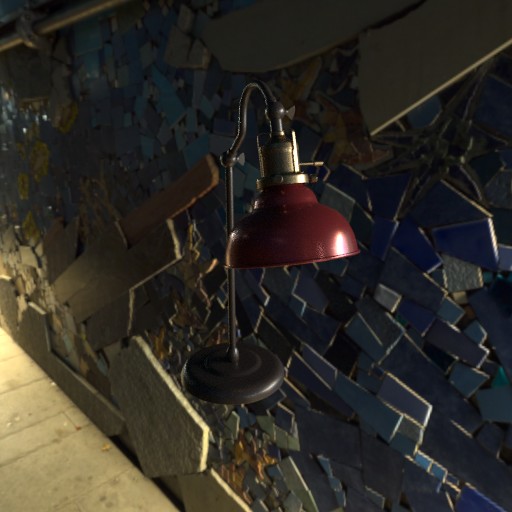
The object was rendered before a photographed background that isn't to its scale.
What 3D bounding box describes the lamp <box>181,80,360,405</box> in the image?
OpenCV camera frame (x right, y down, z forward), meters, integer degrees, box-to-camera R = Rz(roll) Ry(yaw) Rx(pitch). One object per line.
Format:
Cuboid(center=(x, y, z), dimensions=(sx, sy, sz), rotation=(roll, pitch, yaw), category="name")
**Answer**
Cuboid(center=(0.000, 0.000, 0.684), dimensions=(0.192, 0.508, 0.374), rotation=(-8, 18, -27), category="lamp")
